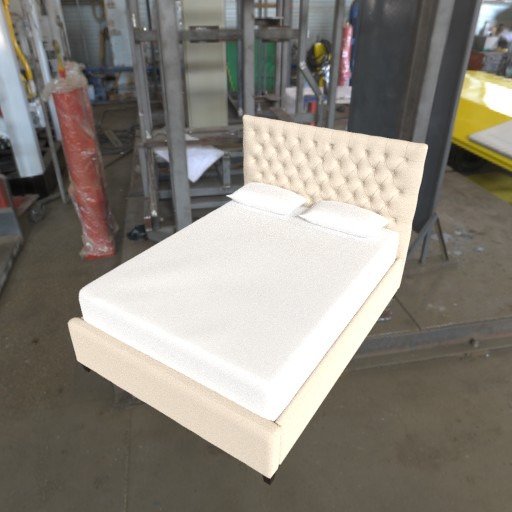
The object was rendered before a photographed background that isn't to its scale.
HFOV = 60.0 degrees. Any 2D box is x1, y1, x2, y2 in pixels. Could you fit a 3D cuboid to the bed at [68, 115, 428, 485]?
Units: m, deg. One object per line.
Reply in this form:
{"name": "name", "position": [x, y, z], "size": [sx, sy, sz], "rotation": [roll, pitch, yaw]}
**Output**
{"name": "bed", "position": [0.000, 0.000, 3.318], "size": [1.696, 1.426, 2.233], "rotation": [19, 36, 28]}
